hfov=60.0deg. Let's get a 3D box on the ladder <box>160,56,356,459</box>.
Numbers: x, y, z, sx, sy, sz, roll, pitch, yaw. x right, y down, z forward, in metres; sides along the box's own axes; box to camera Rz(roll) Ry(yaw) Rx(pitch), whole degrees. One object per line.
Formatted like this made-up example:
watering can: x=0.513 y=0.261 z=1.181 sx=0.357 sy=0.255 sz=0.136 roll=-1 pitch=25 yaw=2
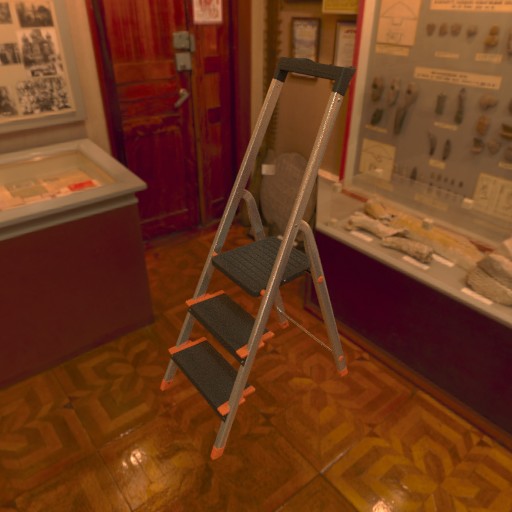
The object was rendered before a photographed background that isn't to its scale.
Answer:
ladder: x=0.000 y=0.000 z=1.555 sx=0.686 sy=1.229 sz=0.416 roll=-21 pitch=37 yaw=-31
